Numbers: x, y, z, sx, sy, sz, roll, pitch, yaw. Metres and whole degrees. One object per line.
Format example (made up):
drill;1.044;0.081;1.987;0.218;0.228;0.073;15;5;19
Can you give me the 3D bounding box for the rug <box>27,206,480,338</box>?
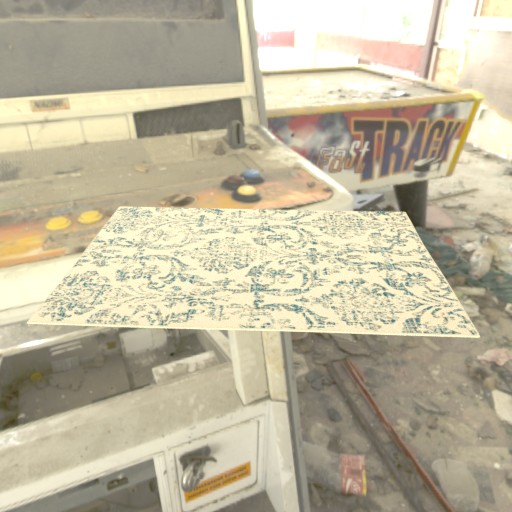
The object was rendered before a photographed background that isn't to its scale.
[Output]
rug;0.000;0.000;2.311;1.831;0.012;1.213;1;30;2
